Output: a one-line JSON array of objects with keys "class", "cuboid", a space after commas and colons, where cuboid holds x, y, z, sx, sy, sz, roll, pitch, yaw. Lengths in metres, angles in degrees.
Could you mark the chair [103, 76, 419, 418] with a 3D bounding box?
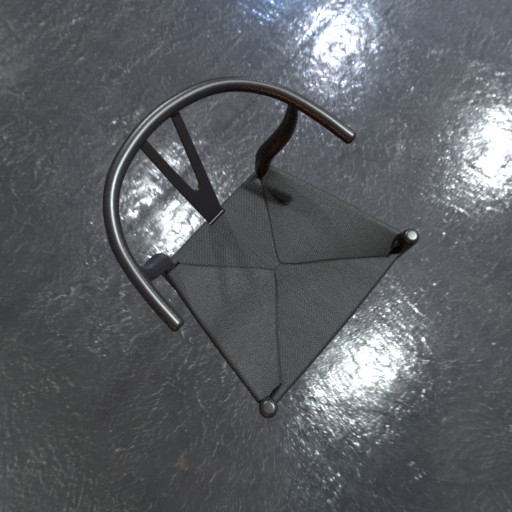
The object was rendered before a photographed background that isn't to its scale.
[{"class": "chair", "cuboid": [0.000, 0.000, 1.171, 0.579, 0.730, 0.569, 40, 78, 10]}]
